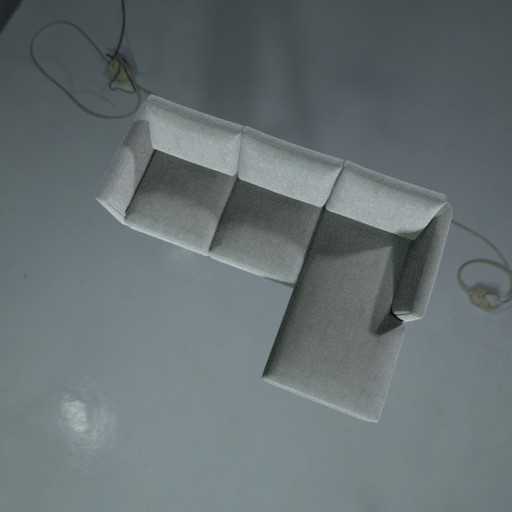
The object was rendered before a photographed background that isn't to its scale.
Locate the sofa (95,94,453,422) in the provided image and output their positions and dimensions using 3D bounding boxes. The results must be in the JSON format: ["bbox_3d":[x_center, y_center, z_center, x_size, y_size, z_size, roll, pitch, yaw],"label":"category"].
[{"bbox_3d":[0.000,0.000,3.252,2.438,0.864,1.626,20,77,5],"label":"sofa"}]
